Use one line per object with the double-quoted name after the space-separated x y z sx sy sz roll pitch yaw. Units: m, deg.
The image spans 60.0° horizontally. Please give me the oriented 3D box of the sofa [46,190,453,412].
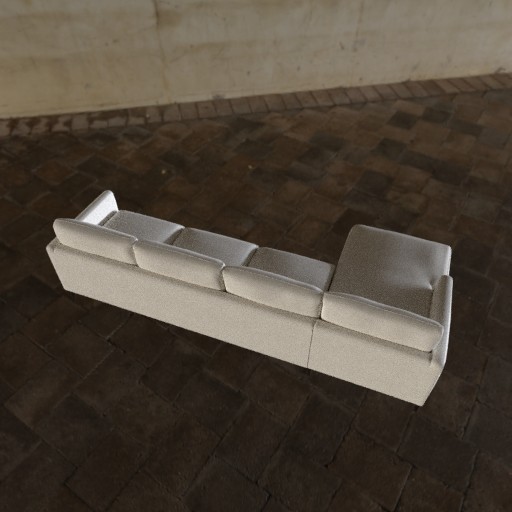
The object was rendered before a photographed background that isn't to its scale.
0.000 0.000 3.843 3.186 0.875 1.467 15 47 15 "sofa"
